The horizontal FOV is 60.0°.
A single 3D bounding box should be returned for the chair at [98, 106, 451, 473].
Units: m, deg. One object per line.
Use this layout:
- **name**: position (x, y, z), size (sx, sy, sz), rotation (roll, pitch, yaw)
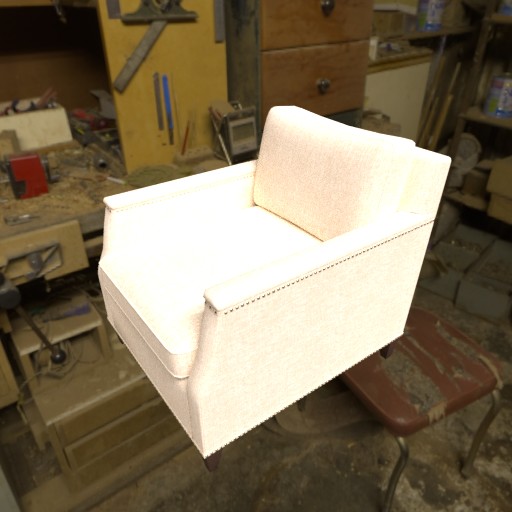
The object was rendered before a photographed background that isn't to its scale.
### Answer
- **chair**: position (0.000, 0.000, 1.733), size (1.041, 0.940, 0.838), rotation (-21, 37, -30)
